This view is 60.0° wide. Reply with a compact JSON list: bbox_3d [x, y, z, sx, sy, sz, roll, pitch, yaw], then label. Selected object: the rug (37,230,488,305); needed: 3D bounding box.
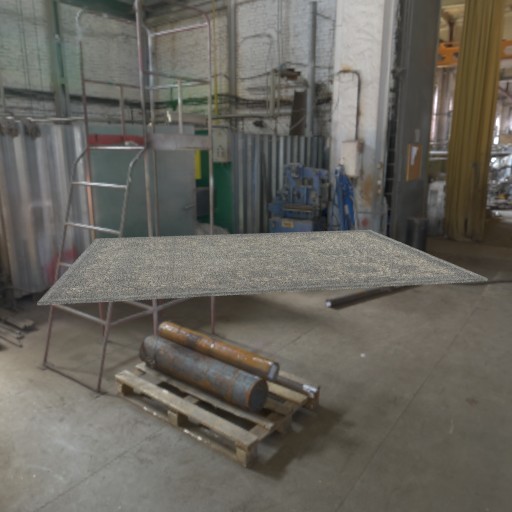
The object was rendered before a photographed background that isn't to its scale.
[{"bbox_3d":[0.000,0.000,2.338,1.819,0.012,1.208,-2,14,-10],"label":"rug"}]
